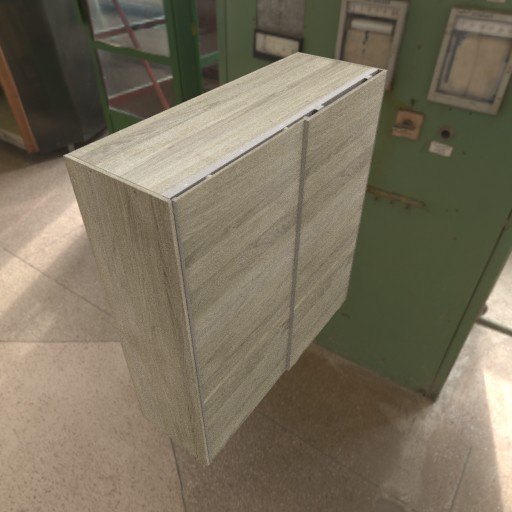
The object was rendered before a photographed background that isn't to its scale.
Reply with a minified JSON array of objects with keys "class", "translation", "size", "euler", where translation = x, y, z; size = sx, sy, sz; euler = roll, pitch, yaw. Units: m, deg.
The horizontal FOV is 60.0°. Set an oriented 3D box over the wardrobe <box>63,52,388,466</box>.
[{"class":"wardrobe","translation":[0.000,0.000,2.818],"size":[0.629,1.960,1.780],"euler":[25,46,27]}]
